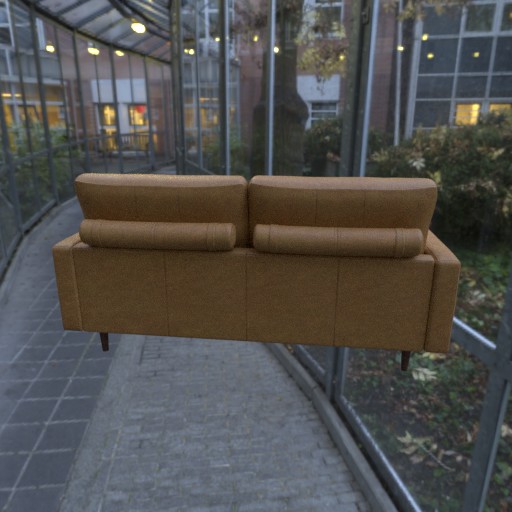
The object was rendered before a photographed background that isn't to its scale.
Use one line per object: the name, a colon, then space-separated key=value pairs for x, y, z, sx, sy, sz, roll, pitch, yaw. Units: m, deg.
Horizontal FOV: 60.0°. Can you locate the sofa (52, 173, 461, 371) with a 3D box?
sofa: x=0.000 y=0.000 z=2.314 sx=1.821 sy=0.898 sz=0.850 roll=2 pitch=18 yaw=7
